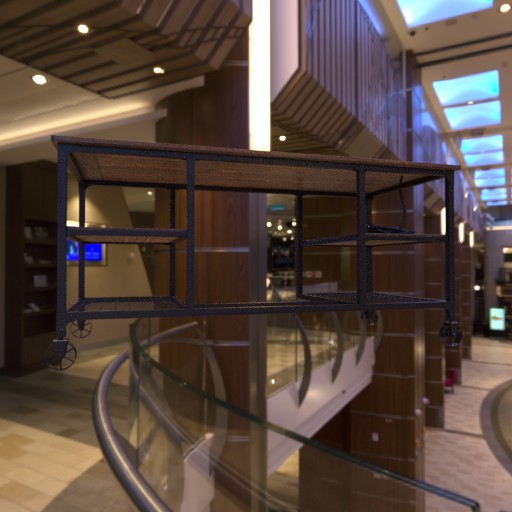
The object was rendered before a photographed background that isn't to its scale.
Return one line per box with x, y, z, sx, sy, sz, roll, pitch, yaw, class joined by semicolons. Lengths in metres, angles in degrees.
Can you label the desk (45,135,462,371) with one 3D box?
0.000;0.000;1.954;1.590;0.751;0.711;0;-1;-16;desk
